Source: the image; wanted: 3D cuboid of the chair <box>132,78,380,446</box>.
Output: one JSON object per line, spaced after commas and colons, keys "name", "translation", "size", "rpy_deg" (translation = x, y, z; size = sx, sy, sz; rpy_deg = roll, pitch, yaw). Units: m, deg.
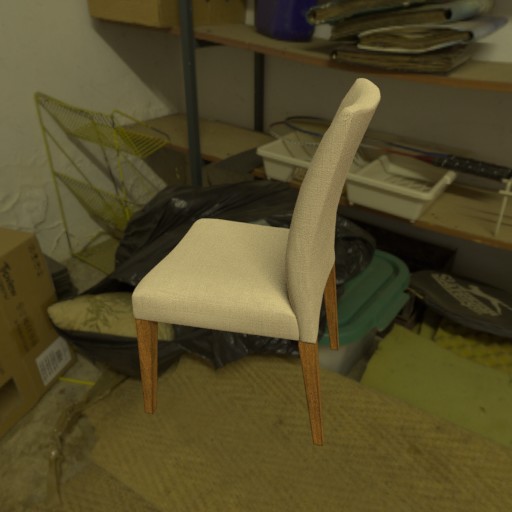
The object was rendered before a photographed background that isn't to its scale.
{"name": "chair", "translation": [0.000, 0.000, 1.296], "size": [0.585, 0.940, 0.496], "rpy_deg": [8, 30, 13]}
